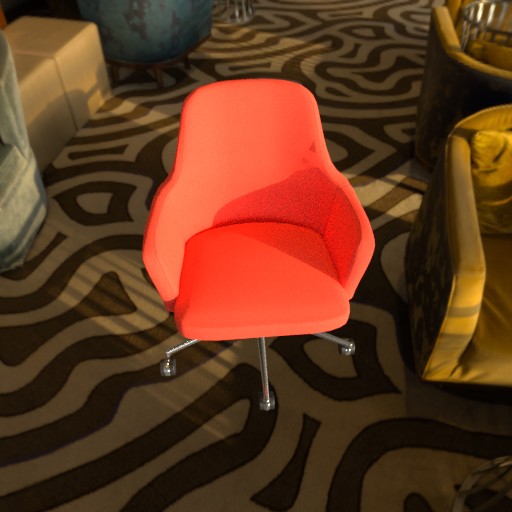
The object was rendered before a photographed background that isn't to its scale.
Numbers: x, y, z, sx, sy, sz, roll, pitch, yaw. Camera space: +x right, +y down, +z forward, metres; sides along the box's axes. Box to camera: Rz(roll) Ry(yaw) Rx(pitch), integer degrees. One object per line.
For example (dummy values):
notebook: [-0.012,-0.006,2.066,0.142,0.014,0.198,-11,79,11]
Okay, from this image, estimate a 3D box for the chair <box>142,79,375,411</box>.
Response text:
chair: [0.000,0.000,1.304,0.655,0.820,0.600,-3,47,-3]
